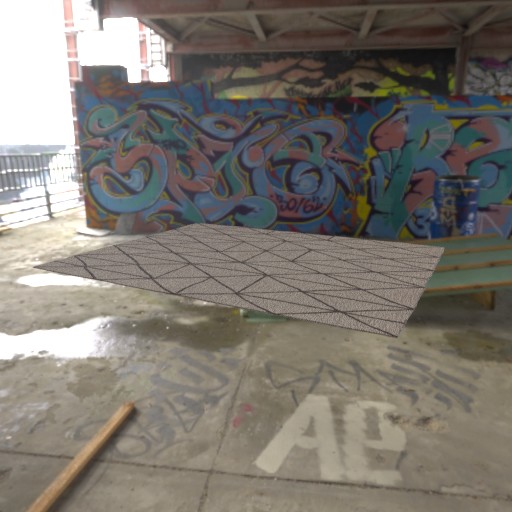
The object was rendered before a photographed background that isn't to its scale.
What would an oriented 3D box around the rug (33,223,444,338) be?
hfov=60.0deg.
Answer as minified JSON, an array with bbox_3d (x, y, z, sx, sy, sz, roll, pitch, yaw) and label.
[{"bbox_3d":[0.000,0.000,4.139,3.061,0.022,2.468,7,16,27],"label":"rug"}]
